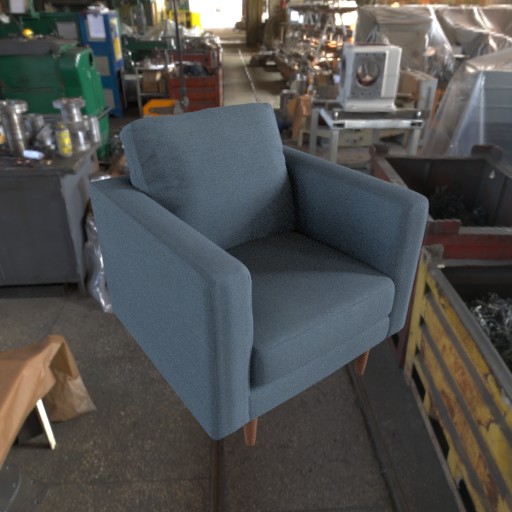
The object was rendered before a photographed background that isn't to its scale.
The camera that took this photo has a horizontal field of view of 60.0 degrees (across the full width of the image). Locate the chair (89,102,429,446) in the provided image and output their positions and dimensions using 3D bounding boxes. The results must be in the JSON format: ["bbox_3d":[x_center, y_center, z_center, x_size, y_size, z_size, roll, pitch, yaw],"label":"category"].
[{"bbox_3d":[0.000,0.000,1.570,0.855,0.922,0.820,-20,35,-32],"label":"chair"}]
